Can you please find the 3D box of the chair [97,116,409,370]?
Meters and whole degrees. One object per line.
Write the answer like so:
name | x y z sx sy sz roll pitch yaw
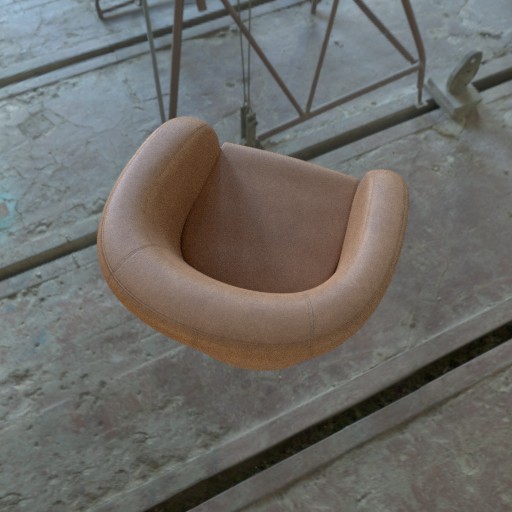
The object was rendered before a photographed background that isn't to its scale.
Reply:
chair | 0.000 0.000 1.445 0.791 0.771 0.815 17 66 8
